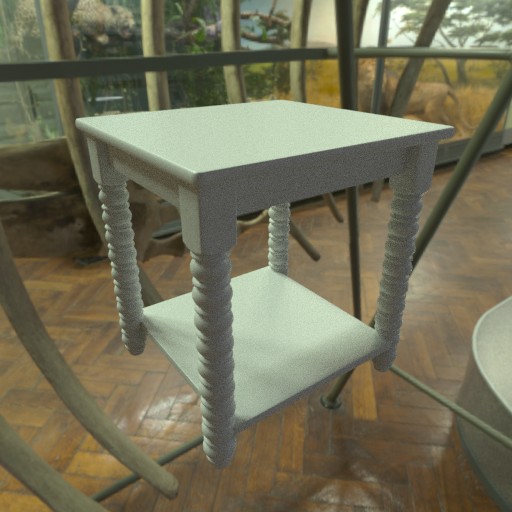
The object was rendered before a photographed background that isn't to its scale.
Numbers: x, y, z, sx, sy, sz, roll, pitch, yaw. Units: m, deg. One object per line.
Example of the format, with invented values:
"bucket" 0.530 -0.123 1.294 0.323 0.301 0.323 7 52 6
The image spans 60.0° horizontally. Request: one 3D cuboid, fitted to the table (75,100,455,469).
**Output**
"table" 0.000 0.000 0.961 0.533 0.563 0.500 -18 31 -32
